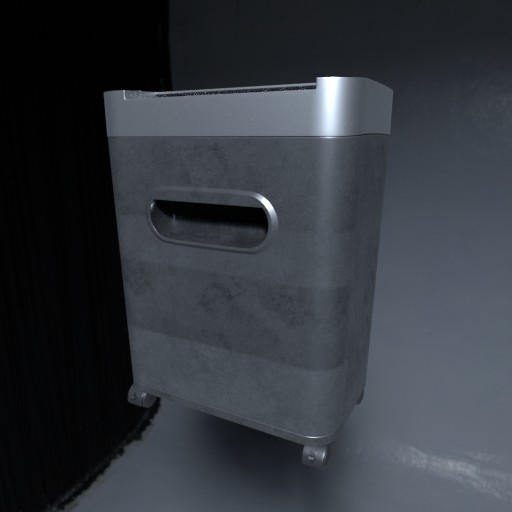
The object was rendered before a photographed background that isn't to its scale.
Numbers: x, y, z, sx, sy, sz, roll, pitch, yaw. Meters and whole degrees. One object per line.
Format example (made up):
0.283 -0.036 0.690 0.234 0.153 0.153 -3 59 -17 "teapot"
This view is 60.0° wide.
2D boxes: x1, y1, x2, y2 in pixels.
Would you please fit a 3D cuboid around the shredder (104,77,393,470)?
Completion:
0.000 0.000 0.596 0.311 0.419 0.237 8 17 27 "shredder"
